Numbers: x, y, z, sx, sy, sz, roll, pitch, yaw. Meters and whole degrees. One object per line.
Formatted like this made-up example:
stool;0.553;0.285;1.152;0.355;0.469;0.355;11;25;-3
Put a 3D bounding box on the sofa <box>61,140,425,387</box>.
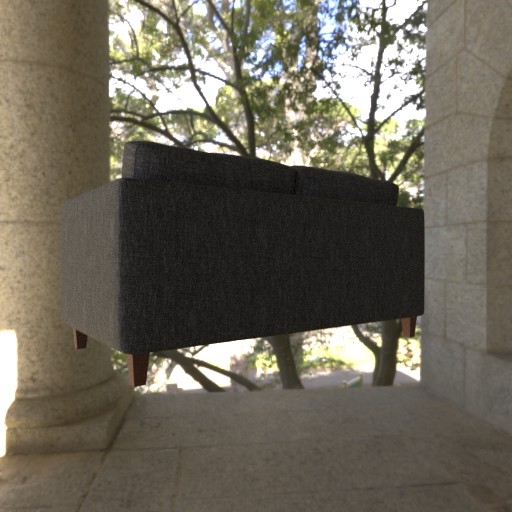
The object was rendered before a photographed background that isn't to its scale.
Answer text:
sofa;0.000;0.000;2.490;1.884;0.963;0.950;0;0;-36
